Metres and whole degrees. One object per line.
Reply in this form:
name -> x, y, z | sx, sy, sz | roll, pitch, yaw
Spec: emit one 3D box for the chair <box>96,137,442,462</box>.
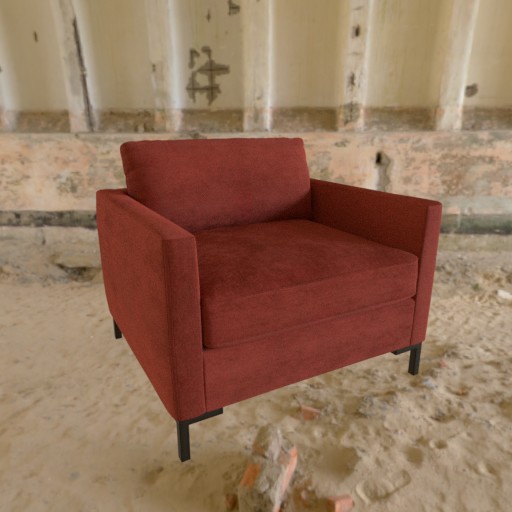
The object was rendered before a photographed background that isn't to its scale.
chair -> 0.000, 0.000, 1.613 | 0.964, 0.812, 0.875 | -9, 19, -28
